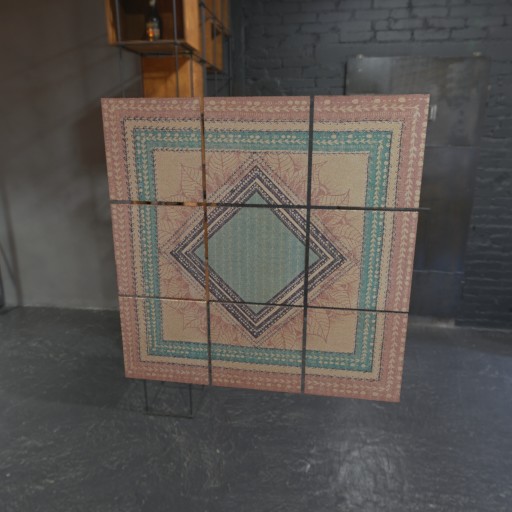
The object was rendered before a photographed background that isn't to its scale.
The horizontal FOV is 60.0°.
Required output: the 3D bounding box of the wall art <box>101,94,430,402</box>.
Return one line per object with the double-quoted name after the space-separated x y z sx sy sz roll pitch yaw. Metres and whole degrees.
0.000 0.000 1.788 1.215 1.213 0.013 3 16 9 "wall art"
